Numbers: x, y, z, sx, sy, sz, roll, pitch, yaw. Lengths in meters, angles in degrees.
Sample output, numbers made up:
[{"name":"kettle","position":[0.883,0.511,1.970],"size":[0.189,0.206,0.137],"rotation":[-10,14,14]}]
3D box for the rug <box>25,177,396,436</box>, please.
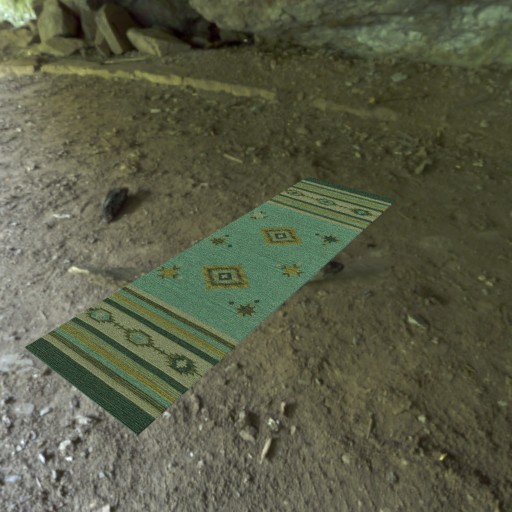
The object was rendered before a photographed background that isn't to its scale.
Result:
[{"name":"rug","position":[0.000,0.000,2.607],"size":[0.744,0.010,2.441],"rotation":[22,38,30]}]
